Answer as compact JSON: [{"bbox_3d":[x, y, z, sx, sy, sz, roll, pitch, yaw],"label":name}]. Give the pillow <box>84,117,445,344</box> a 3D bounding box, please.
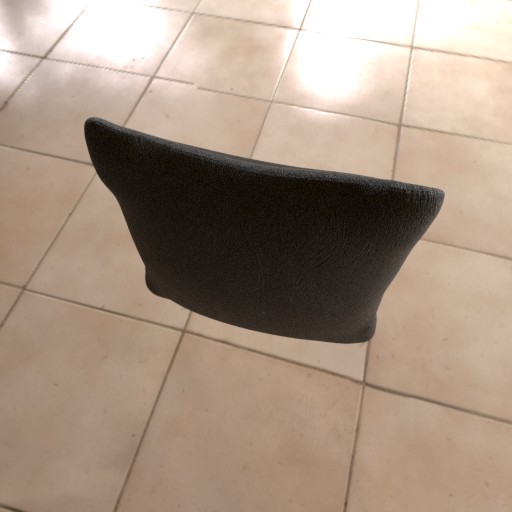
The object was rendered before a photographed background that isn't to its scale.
[{"bbox_3d":[0.000,0.000,0.818,0.533,0.523,0.210,12,59,7],"label":"pillow"}]
